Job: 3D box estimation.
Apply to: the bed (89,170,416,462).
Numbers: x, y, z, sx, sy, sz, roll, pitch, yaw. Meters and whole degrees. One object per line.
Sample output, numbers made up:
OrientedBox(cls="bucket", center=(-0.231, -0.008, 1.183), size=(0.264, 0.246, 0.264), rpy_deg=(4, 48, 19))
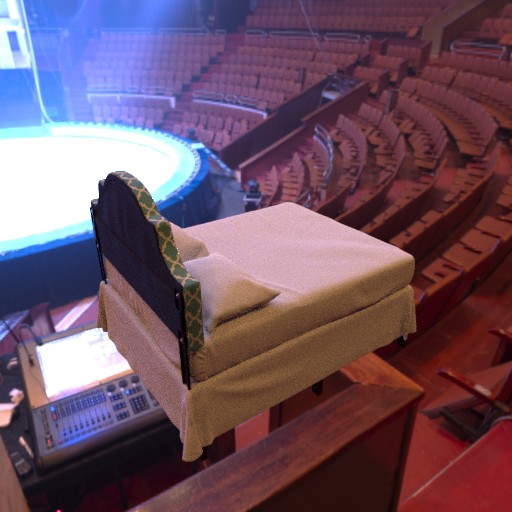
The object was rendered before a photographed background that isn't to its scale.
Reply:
OrientedBox(cls="bed", center=(0.000, 0.000, 3.456), size=(2.222, 1.633, 1.780), rpy_deg=(-18, 32, -31))
